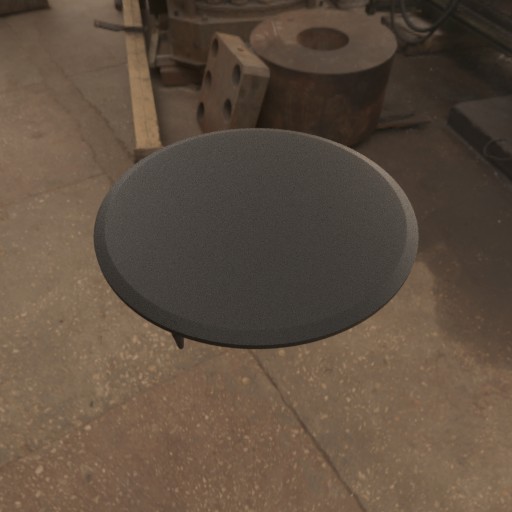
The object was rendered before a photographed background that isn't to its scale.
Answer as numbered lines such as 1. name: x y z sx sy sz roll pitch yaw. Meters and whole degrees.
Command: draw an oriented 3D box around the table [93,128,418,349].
1. table: 0.000 0.000 1.402 0.900 0.400 0.900 0 46 0
